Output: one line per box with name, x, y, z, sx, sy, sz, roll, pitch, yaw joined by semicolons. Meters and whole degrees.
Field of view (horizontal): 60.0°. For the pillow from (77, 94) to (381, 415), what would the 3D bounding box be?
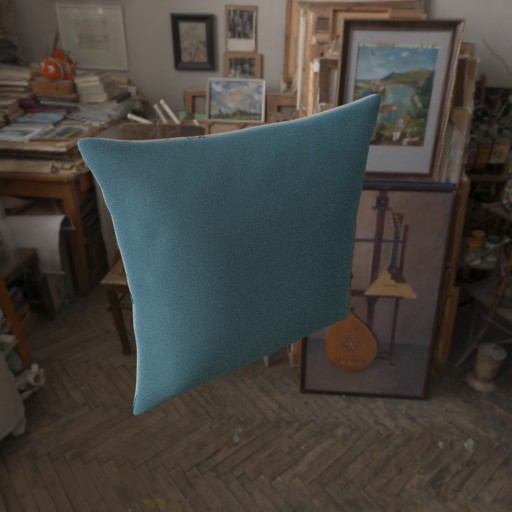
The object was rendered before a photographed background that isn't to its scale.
pillow;0.000;0.000;0.795;0.526;0.507;0.166;-19;36;-28
